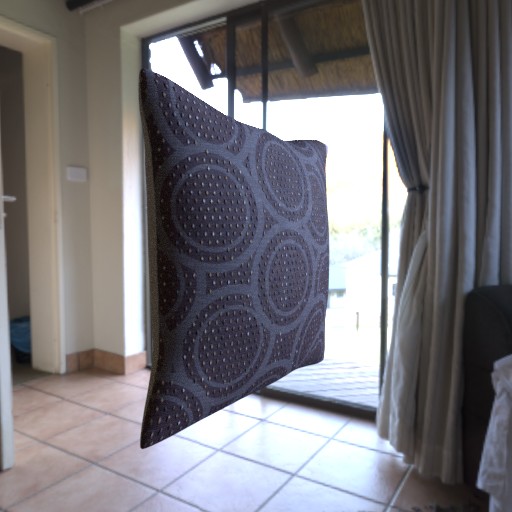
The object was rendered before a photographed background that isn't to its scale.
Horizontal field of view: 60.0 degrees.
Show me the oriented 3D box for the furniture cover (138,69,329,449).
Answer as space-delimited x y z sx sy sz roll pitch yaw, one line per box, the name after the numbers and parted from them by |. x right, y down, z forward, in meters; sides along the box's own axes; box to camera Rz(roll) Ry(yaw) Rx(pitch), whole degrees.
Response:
0.000 0.000 0.812 0.193 0.509 0.552 1 2 34 | furniture cover
